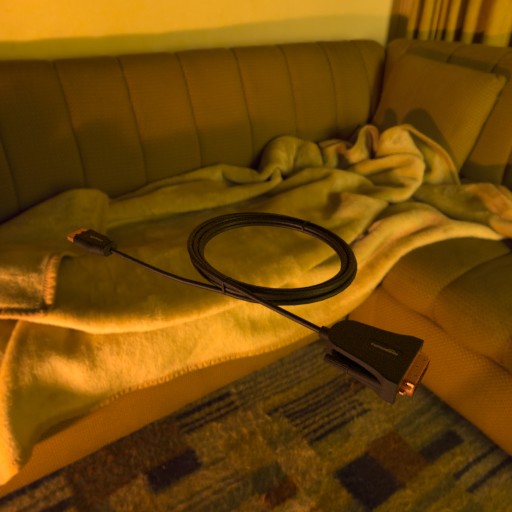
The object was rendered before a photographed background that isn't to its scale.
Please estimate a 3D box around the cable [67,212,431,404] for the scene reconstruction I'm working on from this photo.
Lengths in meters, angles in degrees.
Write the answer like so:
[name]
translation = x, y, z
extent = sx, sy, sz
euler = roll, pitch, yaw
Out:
[cable]
translation = 0.000, 0.000, 0.333
extent = 0.281, 0.015, 0.136
euler = 21, 37, 30
